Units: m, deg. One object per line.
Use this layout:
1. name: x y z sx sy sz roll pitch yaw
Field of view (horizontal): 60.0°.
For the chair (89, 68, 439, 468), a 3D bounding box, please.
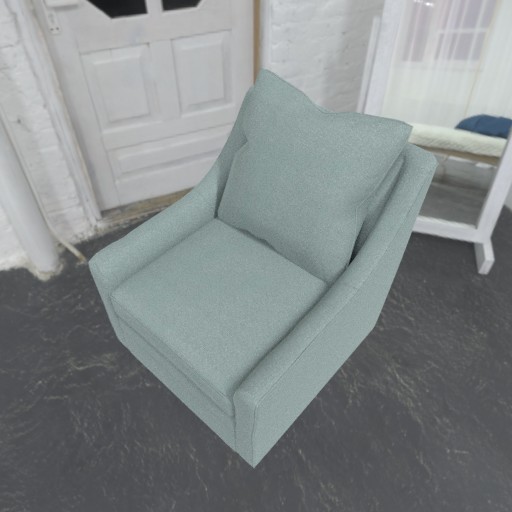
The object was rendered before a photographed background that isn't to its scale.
1. chair: 0.000 0.000 1.548 0.760 0.926 0.870 33 55 27
